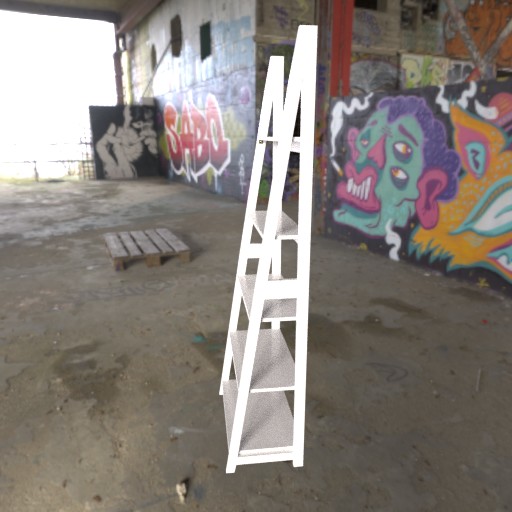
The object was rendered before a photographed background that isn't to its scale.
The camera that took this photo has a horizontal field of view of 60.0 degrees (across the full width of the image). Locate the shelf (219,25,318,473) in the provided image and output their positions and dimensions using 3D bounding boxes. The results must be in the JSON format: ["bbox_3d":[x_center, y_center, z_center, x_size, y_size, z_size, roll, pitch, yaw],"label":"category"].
[{"bbox_3d":[0.000,0.000,2.019,0.341,1.779,0.636,-2,15,-7],"label":"shelf"}]
